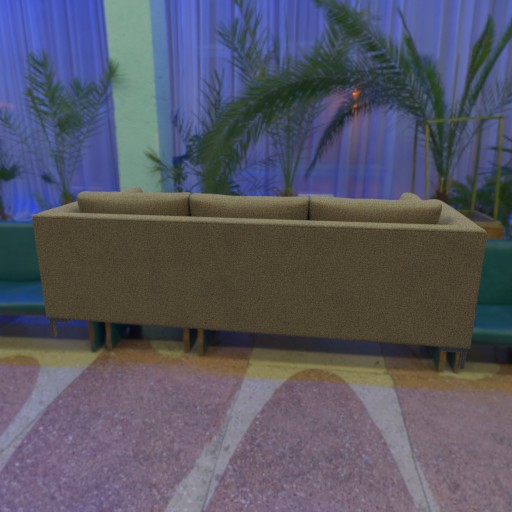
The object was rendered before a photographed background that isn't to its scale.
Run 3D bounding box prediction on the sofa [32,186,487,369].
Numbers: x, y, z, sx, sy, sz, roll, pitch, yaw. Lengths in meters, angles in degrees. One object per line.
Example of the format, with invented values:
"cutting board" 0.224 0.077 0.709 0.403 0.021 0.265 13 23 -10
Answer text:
"sofa" 0.000 0.000 2.855 2.415 0.867 0.969 3 16 9
